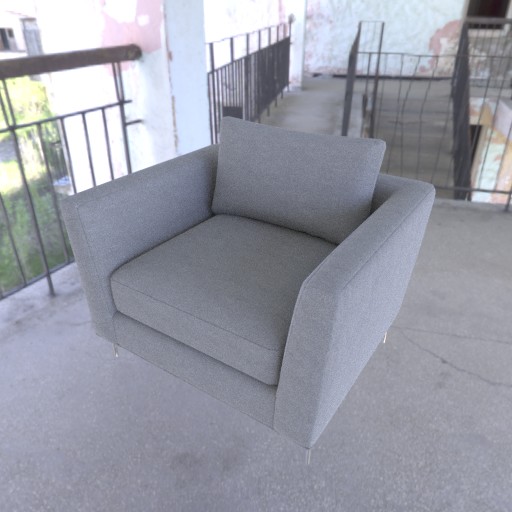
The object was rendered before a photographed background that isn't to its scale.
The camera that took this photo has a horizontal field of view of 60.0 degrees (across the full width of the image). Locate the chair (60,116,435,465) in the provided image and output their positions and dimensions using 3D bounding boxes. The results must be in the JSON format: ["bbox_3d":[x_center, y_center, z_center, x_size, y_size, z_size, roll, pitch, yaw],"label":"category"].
[{"bbox_3d":[0.000,0.000,1.683,1.041,0.864,0.889,18,34,29],"label":"chair"}]
